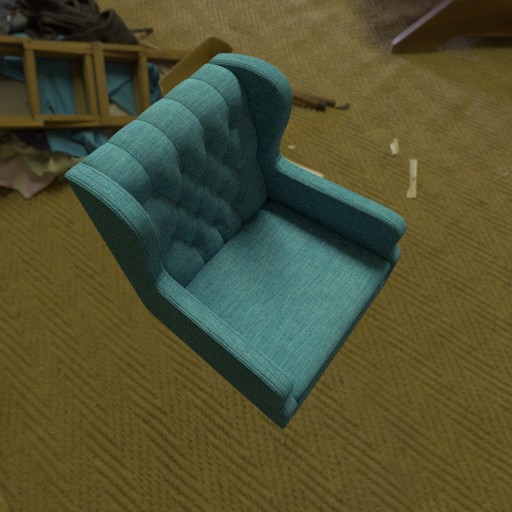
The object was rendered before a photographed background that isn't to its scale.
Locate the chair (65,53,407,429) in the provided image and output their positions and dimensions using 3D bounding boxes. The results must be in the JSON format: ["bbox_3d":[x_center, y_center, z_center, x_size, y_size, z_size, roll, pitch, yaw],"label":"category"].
[{"bbox_3d":[0.000,0.000,1.504,0.775,0.952,0.711,33,65,18],"label":"chair"}]
